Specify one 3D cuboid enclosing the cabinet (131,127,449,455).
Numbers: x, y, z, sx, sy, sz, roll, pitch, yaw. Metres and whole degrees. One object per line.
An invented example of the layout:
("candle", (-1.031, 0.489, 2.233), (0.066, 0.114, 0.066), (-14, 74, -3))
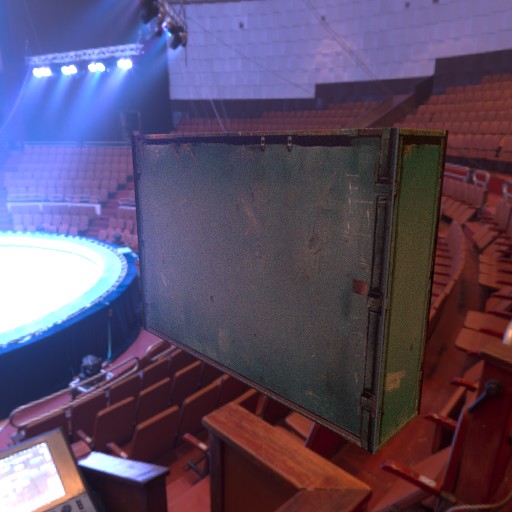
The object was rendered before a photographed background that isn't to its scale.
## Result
("cabinet", (0.000, 0.000, 4.045), (0.680, 2.160, 3.001), (-14, 19, -43))
